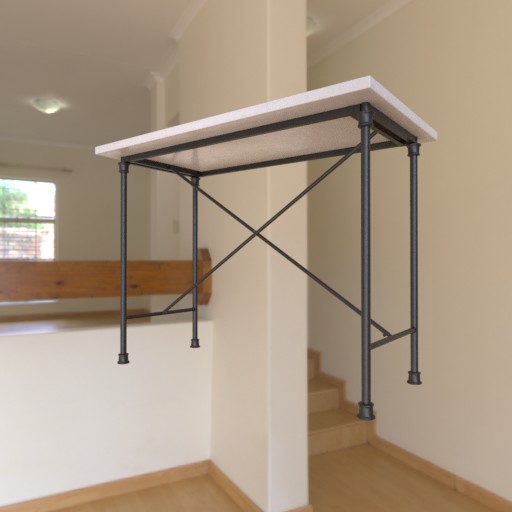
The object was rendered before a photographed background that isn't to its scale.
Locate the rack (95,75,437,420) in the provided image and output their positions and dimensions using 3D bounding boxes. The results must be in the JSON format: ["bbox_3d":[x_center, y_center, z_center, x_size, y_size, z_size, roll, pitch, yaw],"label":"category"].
[{"bbox_3d":[0.000,0.000,1.678,1.159,0.880,0.613,0,-1,37],"label":"rack"}]
